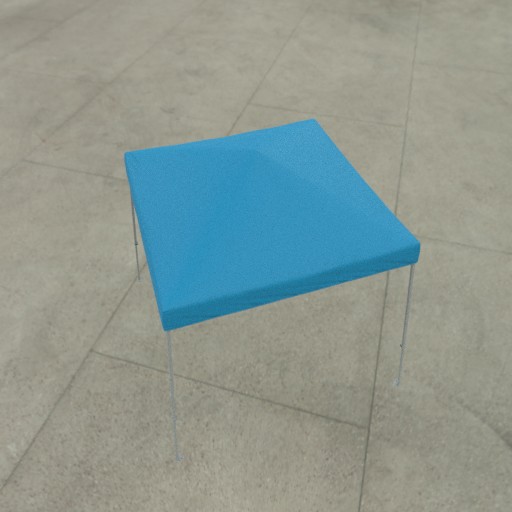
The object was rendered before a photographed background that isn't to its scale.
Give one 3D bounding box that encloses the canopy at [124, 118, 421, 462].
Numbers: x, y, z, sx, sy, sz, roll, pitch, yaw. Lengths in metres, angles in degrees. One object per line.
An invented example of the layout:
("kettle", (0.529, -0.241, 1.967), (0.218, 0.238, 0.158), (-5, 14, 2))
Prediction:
("canopy", (0.000, 0.000, 6.499), (3.599, 3.600, 3.600), (-14, 48, -13))
